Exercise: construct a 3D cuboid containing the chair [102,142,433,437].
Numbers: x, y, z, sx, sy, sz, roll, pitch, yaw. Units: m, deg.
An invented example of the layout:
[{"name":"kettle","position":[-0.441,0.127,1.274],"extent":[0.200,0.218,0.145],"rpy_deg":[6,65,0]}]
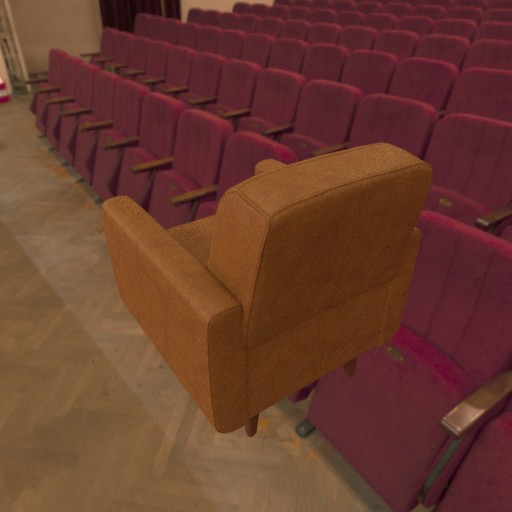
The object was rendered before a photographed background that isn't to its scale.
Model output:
[{"name":"chair","position":[0.000,0.000,1.652],"extent":[0.845,0.968,0.942],"rpy_deg":[-20,38,-28]}]
